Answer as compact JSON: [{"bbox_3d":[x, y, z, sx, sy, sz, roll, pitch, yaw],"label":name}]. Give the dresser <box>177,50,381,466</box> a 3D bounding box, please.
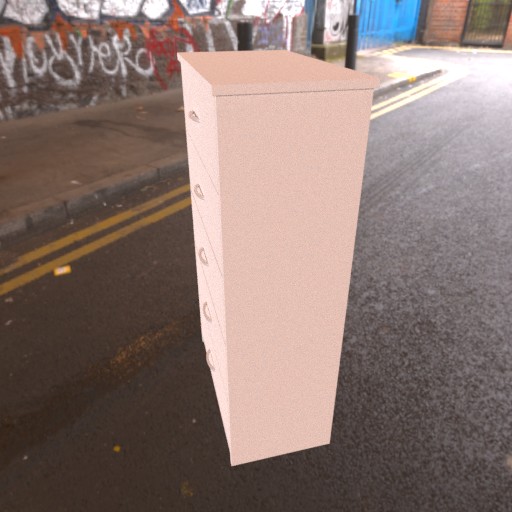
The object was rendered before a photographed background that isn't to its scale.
[{"bbox_3d":[0.000,0.000,1.561,0.399,1.255,0.704,-7,31,-13],"label":"dresser"}]
